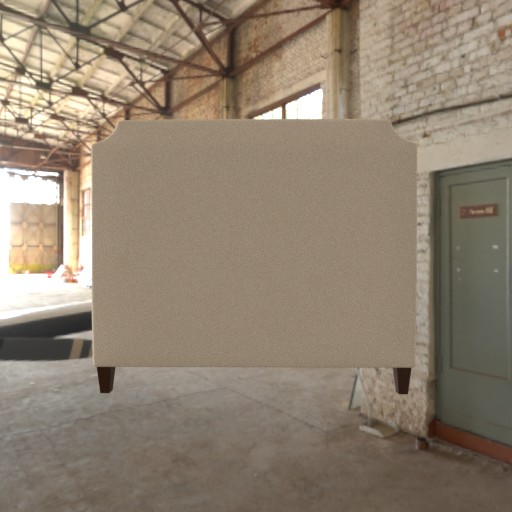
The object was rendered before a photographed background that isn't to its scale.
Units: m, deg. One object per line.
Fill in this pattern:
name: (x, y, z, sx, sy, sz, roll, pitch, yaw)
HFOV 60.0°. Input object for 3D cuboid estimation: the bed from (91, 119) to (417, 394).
bed: (0.000, 0.000, 3.455, 1.712, 1.443, 2.365, 0, 0, 1)
